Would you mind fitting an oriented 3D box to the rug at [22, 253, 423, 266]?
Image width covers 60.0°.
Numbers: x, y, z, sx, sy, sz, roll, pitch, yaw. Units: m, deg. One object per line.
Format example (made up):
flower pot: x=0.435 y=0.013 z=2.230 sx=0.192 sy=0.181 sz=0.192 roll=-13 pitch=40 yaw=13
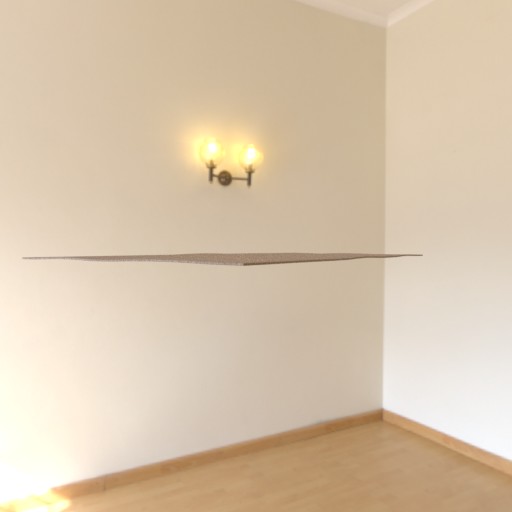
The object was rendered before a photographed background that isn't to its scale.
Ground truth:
rug: x=0.000 y=0.000 z=2.335 sx=1.220 sy=0.013 sz=1.829 roll=1 pitch=1 yaw=35
